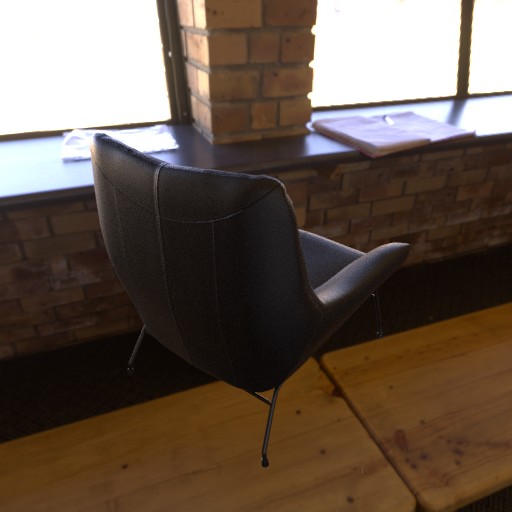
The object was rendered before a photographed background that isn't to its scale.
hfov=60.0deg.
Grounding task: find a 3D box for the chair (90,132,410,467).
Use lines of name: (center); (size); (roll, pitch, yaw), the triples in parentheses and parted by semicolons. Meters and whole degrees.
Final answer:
chair: (0.000, 0.000, 1.569); (0.836, 0.922, 0.826); (21, 36, 31)
